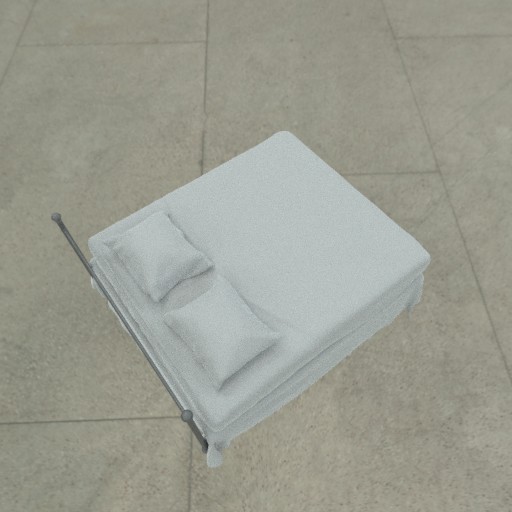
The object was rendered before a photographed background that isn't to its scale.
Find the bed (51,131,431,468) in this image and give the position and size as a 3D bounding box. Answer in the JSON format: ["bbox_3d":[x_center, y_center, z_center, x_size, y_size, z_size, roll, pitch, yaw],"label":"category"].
[{"bbox_3d":[0.000,0.000,3.355,2.215,1.080,1.936,-33,64,-19],"label":"bed"}]
